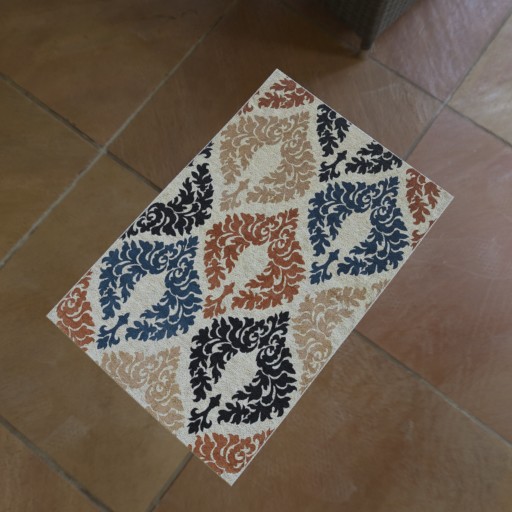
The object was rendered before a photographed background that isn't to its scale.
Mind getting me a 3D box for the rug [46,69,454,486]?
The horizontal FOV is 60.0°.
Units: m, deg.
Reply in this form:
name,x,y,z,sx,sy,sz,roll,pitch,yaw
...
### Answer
name,x,y,z,sx,sy,sz,roll,pitch,yaw
rug,0.000,0.000,2.830,1.514,0.014,2.275,39,80,8
